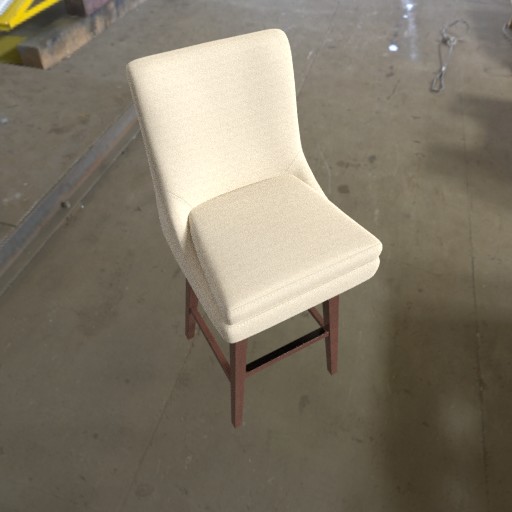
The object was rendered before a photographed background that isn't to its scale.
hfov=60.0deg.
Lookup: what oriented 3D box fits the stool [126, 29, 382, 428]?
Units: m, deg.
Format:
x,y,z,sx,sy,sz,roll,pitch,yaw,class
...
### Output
x,y,z,sx,sy,sz,roll,pitch,yaw,class
0.000,0.000,1.359,0.483,1.093,0.559,-23,52,-19,stool
